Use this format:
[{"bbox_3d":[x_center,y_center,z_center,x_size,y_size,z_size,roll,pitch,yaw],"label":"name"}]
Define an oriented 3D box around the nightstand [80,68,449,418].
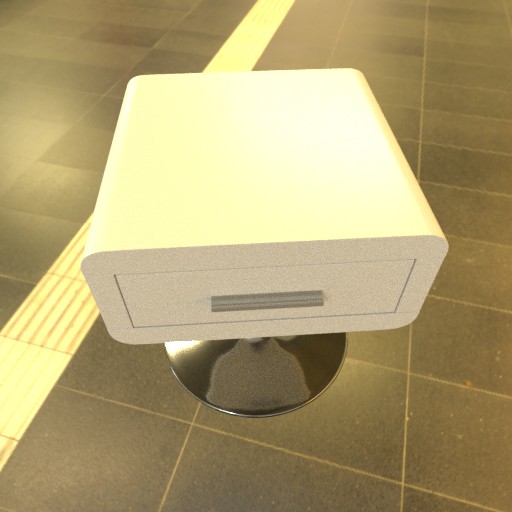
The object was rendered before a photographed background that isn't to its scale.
[{"bbox_3d":[0.000,0.000,0.748,0.399,0.447,0.404,-3,48,-3],"label":"nightstand"}]
